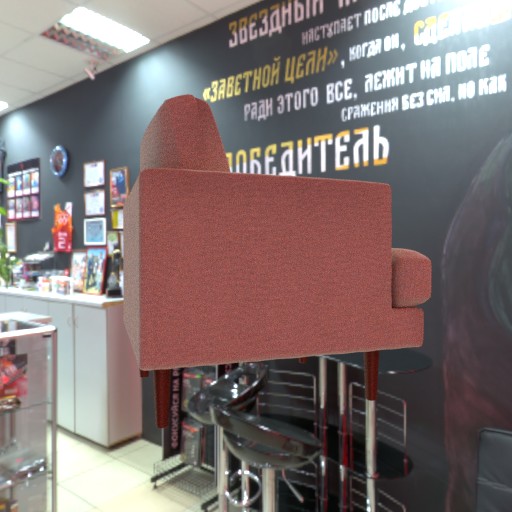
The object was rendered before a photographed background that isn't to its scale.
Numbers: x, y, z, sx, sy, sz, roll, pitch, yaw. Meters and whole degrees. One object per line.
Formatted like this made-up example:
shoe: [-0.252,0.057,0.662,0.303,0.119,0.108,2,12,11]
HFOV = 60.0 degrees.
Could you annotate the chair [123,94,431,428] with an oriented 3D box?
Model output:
chair: [0.000,0.000,1.630,0.899,0.957,0.858,0,1,-19]
